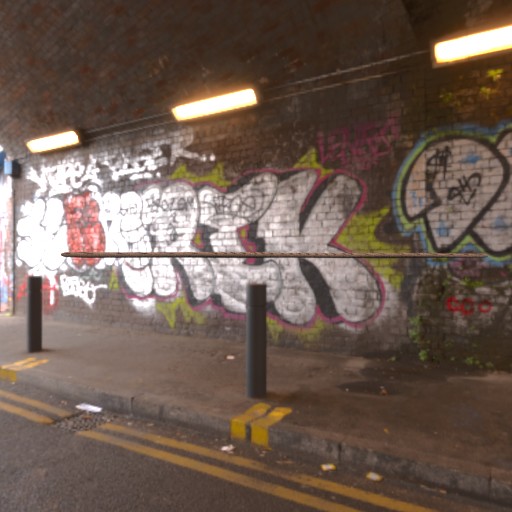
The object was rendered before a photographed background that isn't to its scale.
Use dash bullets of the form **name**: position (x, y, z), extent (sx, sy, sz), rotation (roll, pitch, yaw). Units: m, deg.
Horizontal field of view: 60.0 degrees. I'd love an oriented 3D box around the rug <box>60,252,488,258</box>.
- **rug**: position (0.000, 0.000, 3.224), extent (2.449, 0.028, 1.829), rotation (0, 0, -19)
